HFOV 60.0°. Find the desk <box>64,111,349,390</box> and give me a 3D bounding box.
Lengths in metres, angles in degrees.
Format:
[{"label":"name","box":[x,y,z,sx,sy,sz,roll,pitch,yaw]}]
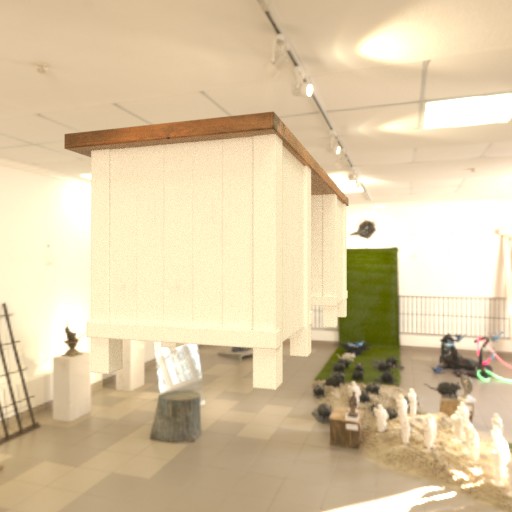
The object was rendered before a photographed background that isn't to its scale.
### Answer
[{"label":"desk","box":[0.000,0.000,2.152,0.688,0.760,1.803,0,-1,18]}]
